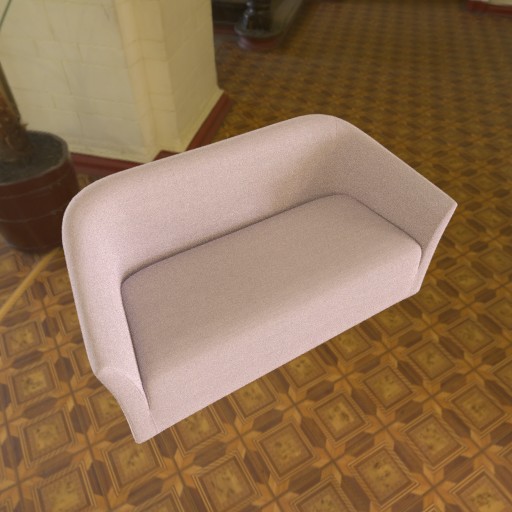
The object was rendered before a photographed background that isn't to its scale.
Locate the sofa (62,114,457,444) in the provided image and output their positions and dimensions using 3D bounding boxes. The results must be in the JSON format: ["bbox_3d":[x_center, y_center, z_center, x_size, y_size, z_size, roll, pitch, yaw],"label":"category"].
[{"bbox_3d":[0.000,0.000,1.842,1.452,0.721,0.705,-23,50,-21],"label":"sofa"}]
